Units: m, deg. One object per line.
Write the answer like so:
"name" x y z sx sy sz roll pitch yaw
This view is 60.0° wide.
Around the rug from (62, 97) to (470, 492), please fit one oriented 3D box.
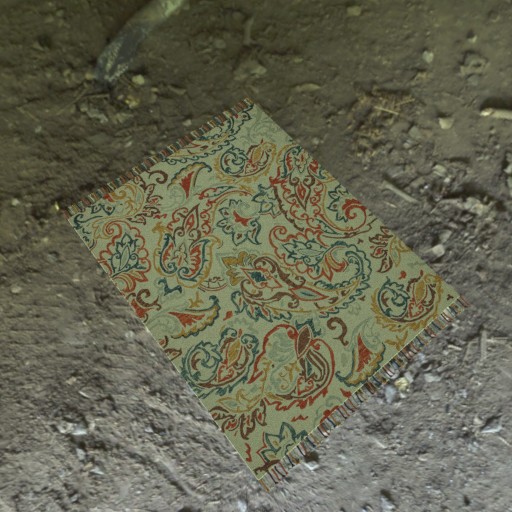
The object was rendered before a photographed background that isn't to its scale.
"rug" 0.000 0.000 4.314 2.439 0.015 3.274 -37 70 -15
